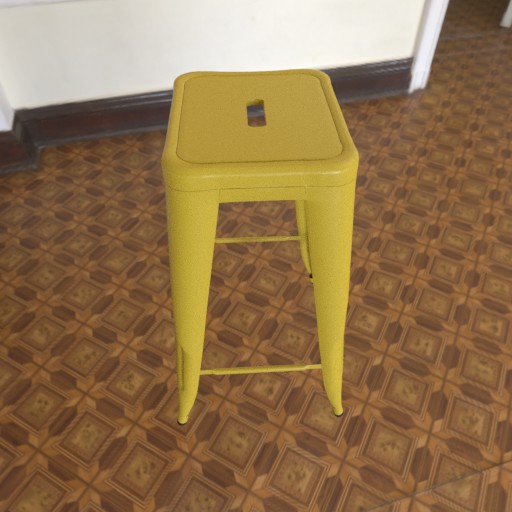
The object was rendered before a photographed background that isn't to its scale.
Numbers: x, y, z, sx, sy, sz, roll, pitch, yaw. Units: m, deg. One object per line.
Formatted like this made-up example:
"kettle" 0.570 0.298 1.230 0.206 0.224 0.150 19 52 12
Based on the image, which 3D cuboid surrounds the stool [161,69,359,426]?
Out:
"stool" 0.000 0.000 0.862 0.359 0.609 0.399 -3 46 -2
